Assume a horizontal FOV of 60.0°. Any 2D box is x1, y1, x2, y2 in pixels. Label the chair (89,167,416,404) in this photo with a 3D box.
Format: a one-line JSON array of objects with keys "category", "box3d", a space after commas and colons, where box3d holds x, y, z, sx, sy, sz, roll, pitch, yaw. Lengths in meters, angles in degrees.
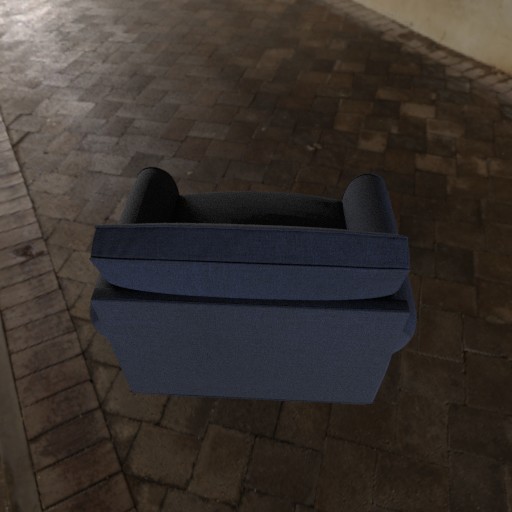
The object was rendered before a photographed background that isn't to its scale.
[{"category": "chair", "box3d": [0.000, 0.000, 2.041, 1.285, 1.044, 0.963, 2, 47, 2]}]
